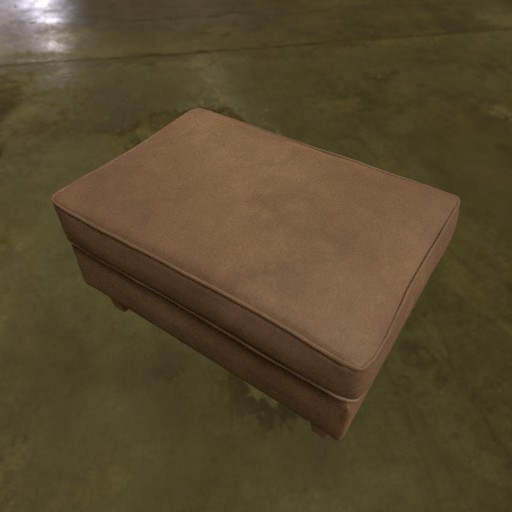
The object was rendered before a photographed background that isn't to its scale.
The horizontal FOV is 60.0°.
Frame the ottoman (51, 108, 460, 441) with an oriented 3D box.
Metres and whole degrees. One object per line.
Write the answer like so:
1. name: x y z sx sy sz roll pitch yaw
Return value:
1. ottoman: 0.000 0.000 1.214 0.860 0.481 0.596 26 51 23
